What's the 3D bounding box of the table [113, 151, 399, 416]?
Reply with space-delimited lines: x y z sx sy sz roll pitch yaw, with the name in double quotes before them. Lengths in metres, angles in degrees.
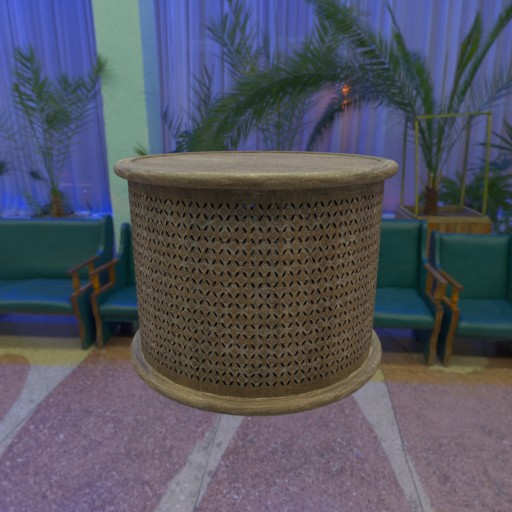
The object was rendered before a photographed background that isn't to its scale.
"table" 0.000 0.000 1.048 0.607 0.450 0.607 0 17 0
